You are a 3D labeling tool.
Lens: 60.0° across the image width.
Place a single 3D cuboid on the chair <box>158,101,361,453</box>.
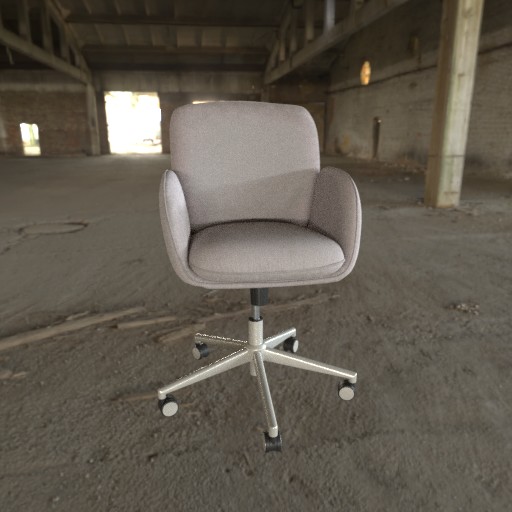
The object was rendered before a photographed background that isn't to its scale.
[{"bbox_3d":[0.000,0.000,1.392,0.648,0.959,0.654,-2,16,-8],"label":"chair"}]
